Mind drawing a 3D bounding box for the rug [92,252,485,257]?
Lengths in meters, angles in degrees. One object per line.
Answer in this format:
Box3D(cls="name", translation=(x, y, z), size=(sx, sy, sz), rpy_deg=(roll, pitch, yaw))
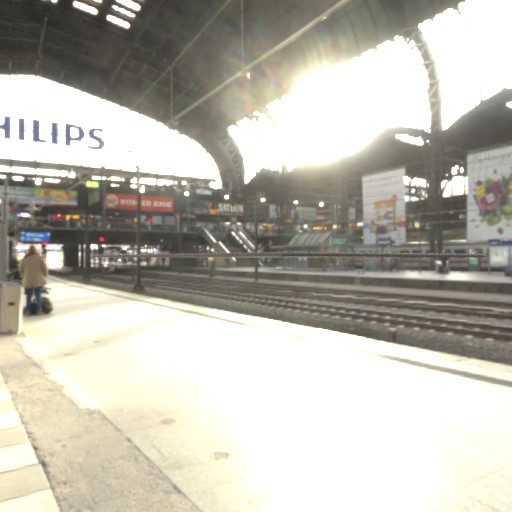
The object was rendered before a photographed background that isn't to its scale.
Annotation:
Box3D(cls="rug", translation=(0.000, 0.000, 2.135), size=(1.067, 0.013, 1.676), rpy_deg=(0, 0, -36))
